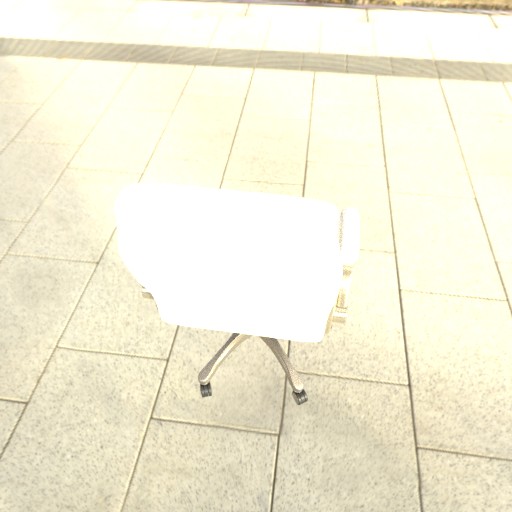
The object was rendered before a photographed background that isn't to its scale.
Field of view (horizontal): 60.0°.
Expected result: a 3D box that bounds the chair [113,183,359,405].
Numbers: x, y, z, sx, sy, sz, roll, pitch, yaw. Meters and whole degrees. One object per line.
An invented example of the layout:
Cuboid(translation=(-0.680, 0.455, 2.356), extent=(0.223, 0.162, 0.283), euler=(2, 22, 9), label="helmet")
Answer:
Cuboid(translation=(0.000, 0.000, 1.594), extent=(0.740, 1.110, 0.794), euler=(4, 48, 4), label="chair")
